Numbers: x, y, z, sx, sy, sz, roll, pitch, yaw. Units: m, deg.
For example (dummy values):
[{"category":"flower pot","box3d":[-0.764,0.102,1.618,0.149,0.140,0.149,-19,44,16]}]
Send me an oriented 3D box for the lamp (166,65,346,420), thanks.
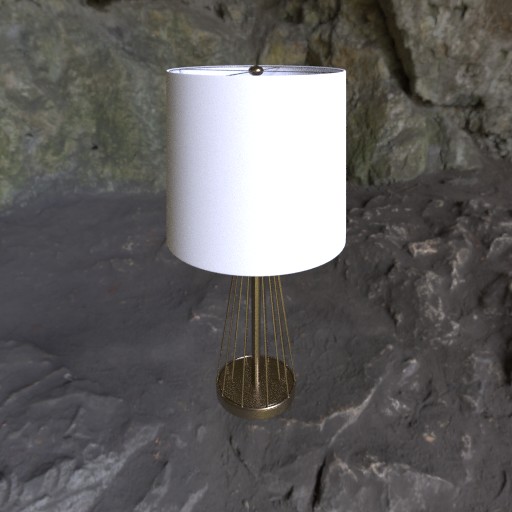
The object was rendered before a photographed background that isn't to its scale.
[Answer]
[{"category":"lamp","box3d":[0.000,0.000,0.781,0.303,0.618,0.303,0,26,0]}]
